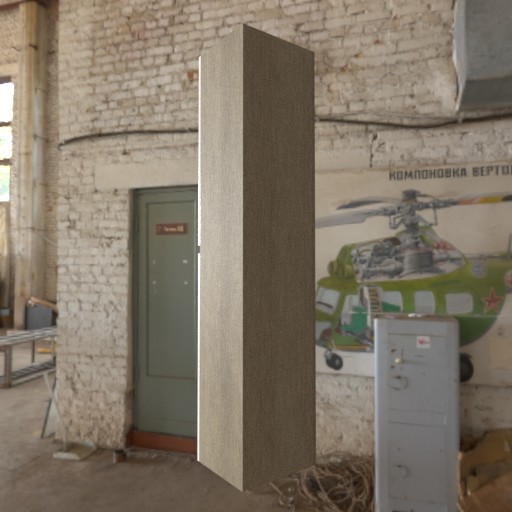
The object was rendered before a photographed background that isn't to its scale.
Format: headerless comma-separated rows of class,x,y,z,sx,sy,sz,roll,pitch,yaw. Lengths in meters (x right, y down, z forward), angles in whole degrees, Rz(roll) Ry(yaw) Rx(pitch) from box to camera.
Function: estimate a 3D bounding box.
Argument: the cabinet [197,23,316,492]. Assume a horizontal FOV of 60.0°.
cabinet,0.000,0.000,1.521,0.300,1.400,0.270,1,-2,-37
